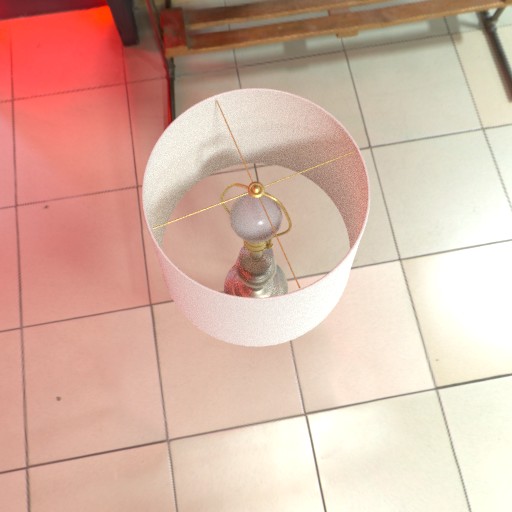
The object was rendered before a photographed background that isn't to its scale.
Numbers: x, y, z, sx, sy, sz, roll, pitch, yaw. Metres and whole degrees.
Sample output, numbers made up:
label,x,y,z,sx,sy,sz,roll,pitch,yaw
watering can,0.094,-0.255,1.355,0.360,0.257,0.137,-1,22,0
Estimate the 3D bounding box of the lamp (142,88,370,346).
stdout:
label,x,y,z,sx,sy,sz,roll,pitch,yaw
lamp,0.000,0.000,0.806,0.328,0.619,0.328,0,75,0
